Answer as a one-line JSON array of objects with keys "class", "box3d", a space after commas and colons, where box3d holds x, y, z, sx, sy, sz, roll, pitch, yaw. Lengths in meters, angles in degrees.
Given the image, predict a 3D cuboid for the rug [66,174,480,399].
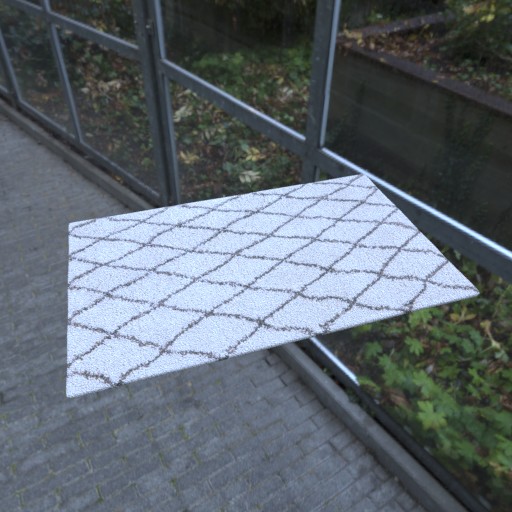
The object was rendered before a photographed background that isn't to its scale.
[{"class": "rug", "box3d": [0.000, 0.000, 3.017, 2.438, 0.030, 1.524, -11, 42, -13]}]
